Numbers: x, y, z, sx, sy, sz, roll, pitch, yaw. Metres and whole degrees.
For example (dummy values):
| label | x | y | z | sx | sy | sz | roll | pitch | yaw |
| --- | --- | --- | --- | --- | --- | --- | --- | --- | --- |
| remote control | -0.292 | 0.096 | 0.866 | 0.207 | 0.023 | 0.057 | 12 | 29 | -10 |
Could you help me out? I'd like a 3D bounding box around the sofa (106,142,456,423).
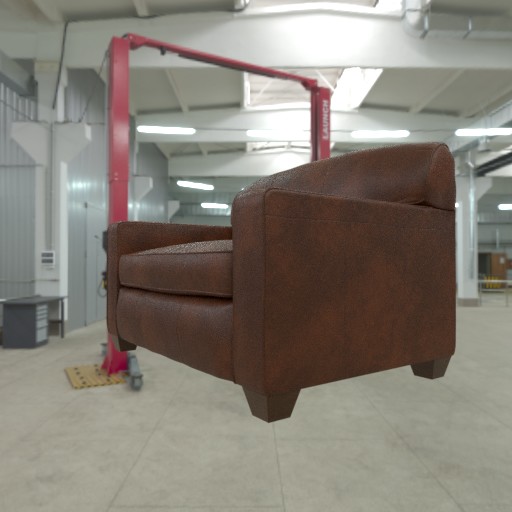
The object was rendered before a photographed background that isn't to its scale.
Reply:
| label | x | y | z | sx | sy | sz | roll | pitch | yaw |
| --- | --- | --- | --- | --- | --- | --- | --- | --- | --- |
| sofa | 0.000 | 0.000 | 2.016 | 1.000 | 0.956 | 1.413 | 1 | -1 | -36 |
